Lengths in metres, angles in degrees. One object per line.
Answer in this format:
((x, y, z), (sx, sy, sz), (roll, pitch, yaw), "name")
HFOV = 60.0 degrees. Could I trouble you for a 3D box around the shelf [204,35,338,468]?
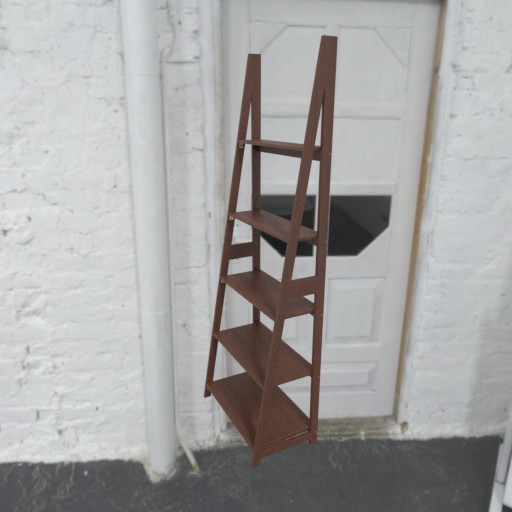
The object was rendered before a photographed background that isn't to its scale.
((0.000, 0.000, 2.032), (0.350, 1.770, 0.600), (-9, 20, -26), "shelf")
